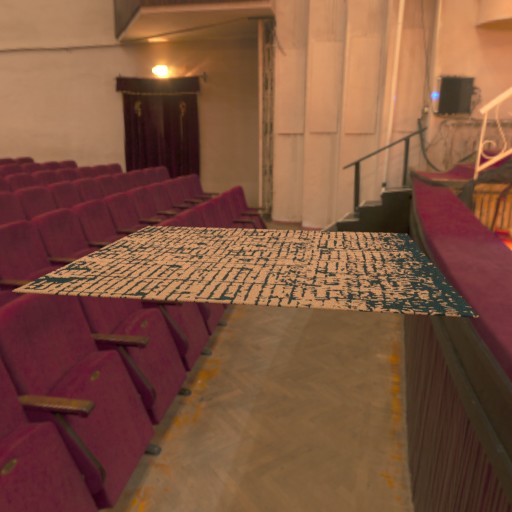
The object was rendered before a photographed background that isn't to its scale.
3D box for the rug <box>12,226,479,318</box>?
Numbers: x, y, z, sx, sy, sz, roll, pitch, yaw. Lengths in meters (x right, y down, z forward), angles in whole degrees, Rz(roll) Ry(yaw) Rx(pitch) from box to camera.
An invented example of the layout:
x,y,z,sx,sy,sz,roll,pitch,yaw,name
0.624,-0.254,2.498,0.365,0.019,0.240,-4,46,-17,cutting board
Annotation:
x,y,z,sx,sy,sz,roll,pitch,yaw,name
0.000,0.000,3.972,3.017,0.014,2.416,2,15,8,rug
